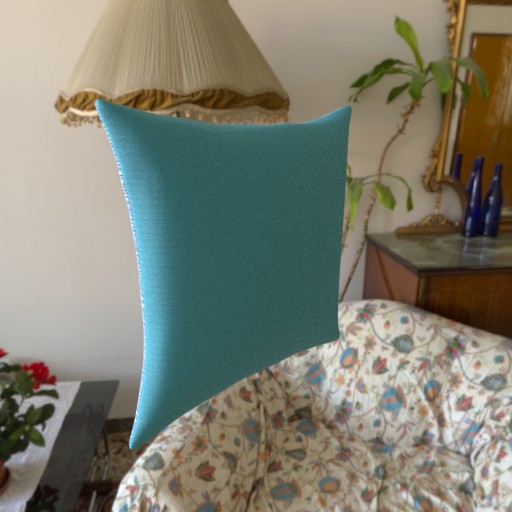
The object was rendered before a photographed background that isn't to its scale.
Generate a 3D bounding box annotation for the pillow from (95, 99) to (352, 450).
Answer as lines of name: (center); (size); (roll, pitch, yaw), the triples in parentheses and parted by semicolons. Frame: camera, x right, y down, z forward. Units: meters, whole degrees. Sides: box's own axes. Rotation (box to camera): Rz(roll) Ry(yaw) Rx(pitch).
pillow: (0.000, 0.000, 0.756); (0.514, 0.497, 0.150); (-15, 22, -41)
